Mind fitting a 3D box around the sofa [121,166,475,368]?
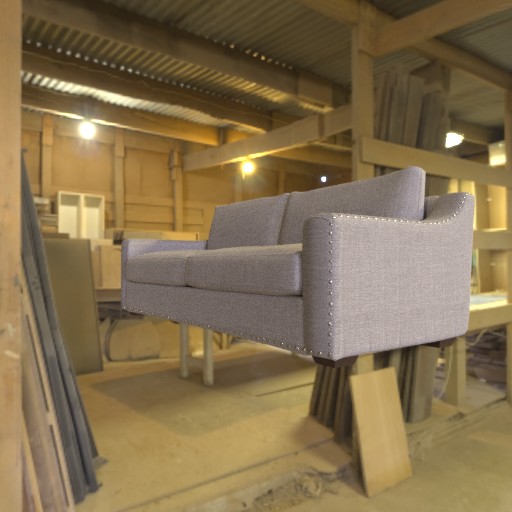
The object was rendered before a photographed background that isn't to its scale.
[{"bbox_3d":[0.000,0.000,2.711,1.000,0.857,2.208,1,-1,-36],"label":"sofa"}]
